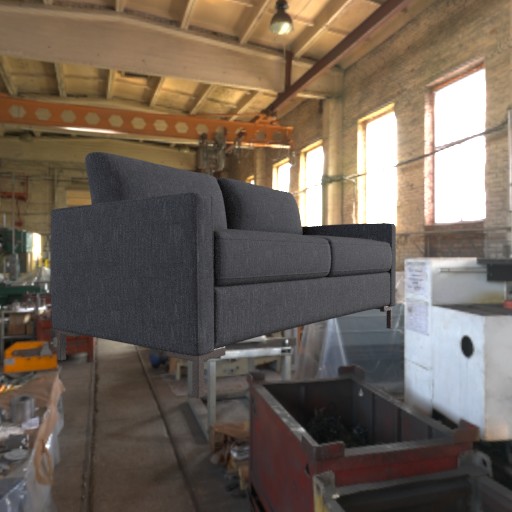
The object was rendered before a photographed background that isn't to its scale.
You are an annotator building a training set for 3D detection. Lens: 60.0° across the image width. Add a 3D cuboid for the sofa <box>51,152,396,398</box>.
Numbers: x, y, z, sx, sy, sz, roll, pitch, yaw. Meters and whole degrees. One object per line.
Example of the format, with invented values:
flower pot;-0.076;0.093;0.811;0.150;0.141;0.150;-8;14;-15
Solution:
sofa;0.000;0.000;2.237;0.866;0.862;1.716;0;0;37
